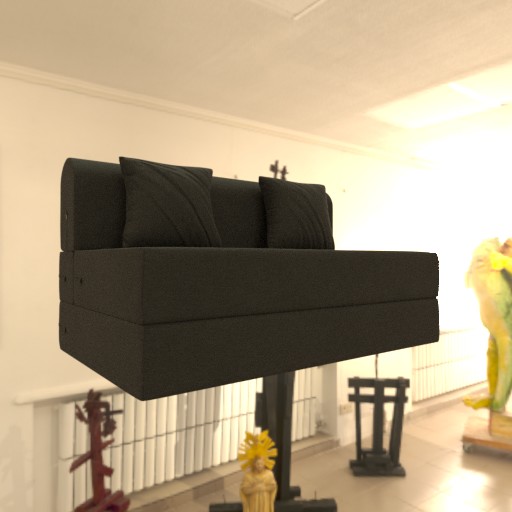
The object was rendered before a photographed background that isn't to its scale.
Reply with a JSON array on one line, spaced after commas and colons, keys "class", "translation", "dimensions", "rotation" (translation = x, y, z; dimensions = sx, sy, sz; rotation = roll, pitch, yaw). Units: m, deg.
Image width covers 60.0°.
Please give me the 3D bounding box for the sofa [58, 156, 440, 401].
[{"class": "sofa", "translation": [0.000, 0.000, 1.658], "dimensions": [1.225, 0.670, 0.762], "rotation": [0, -1, -37]}]
